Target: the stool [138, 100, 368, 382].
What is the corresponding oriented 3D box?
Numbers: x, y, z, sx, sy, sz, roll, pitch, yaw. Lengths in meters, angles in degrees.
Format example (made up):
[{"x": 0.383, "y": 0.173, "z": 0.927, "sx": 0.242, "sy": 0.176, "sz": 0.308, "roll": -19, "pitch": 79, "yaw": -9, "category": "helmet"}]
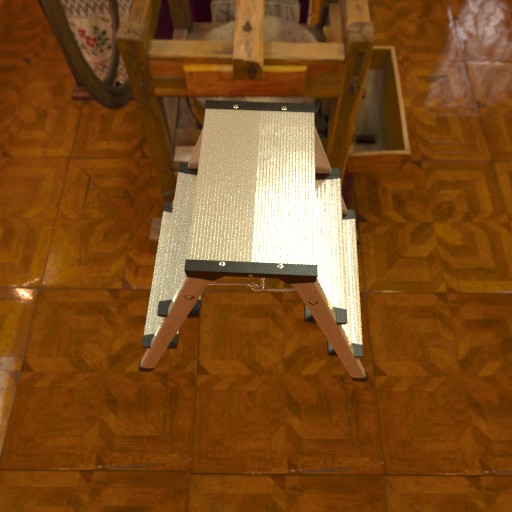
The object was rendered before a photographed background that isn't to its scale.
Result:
[{"x": 0.000, "y": 0.000, "z": 1.018, "sx": 0.622, "sy": 0.605, "sz": 0.437, "roll": 2, "pitch": 65, "yaw": 1, "category": "stool"}]
